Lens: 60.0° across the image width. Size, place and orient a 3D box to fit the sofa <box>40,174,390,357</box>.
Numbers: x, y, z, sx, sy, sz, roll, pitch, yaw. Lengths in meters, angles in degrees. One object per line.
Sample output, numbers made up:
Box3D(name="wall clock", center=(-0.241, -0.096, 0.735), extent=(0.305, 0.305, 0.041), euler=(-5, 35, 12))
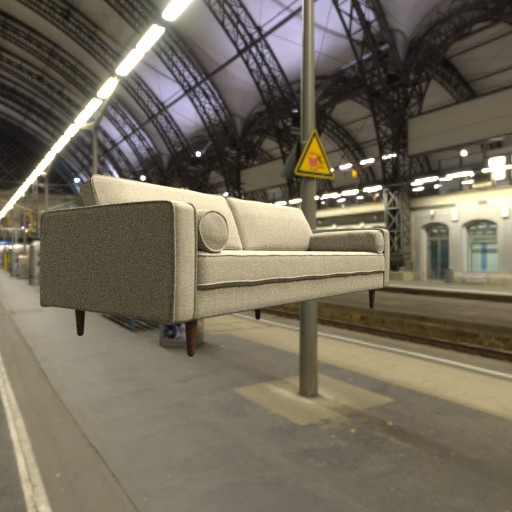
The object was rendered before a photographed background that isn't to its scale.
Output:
Box3D(name="sofa", center=(0.000, 0.000, 2.662), extent=(0.914, 0.762, 2.211), euler=(0, 0, 36))
